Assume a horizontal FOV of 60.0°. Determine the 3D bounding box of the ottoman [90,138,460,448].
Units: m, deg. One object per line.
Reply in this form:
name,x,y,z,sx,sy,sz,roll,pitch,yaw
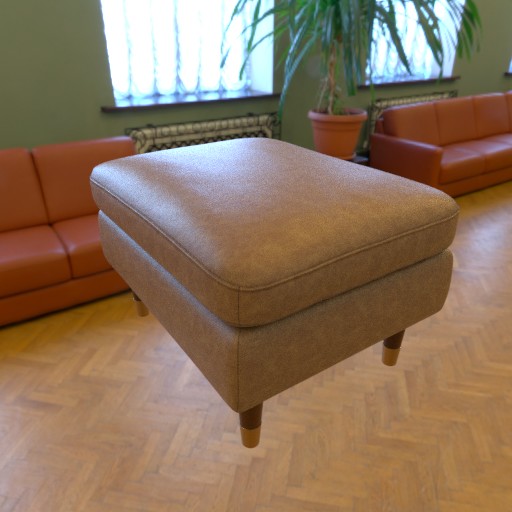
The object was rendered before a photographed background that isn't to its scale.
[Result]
ottoman,0.000,0.000,1.093,0.593,0.478,0.747,-18,32,-31
